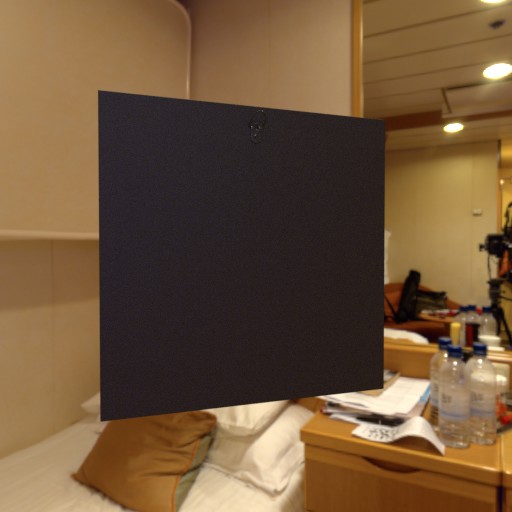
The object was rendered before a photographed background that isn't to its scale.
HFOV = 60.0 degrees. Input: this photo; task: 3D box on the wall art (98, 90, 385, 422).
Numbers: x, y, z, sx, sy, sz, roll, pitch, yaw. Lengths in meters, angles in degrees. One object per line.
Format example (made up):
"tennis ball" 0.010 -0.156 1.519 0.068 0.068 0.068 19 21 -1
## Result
"wall art" 0.000 0.000 0.524 0.349 0.349 0.038 0 1 -18
